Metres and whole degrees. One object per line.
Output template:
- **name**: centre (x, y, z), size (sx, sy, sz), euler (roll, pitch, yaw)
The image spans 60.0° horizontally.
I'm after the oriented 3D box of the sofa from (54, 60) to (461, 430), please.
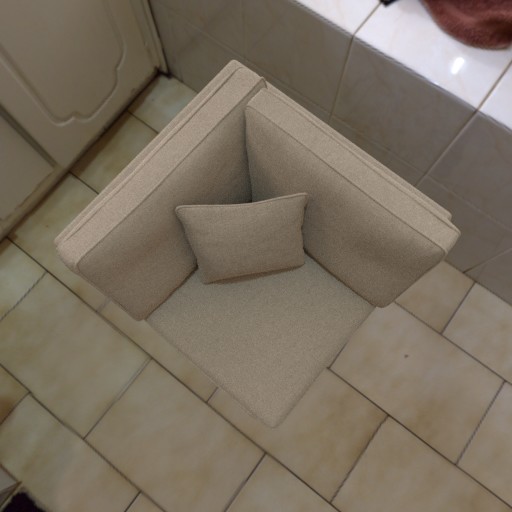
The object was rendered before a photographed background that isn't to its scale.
- **sofa**: centre (0.000, 0.000, 1.963), size (1.146, 1.002, 1.084), euler (39, 78, 10)
